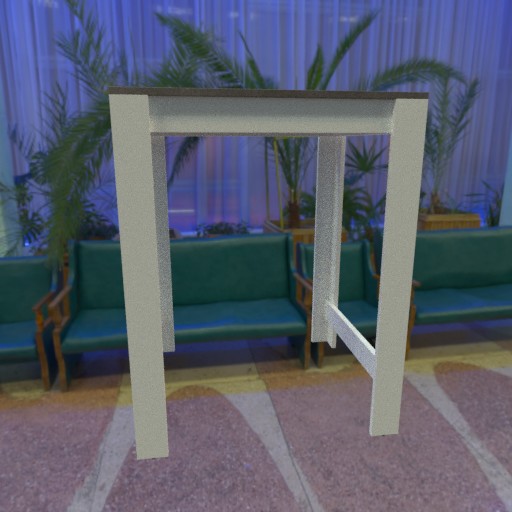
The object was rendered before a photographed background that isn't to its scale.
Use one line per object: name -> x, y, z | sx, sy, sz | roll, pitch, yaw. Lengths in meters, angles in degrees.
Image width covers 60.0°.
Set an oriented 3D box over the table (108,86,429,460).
table -> 0.000, 0.000, 1.549 | 0.800, 1.020, 0.700 | -2, 14, -8
